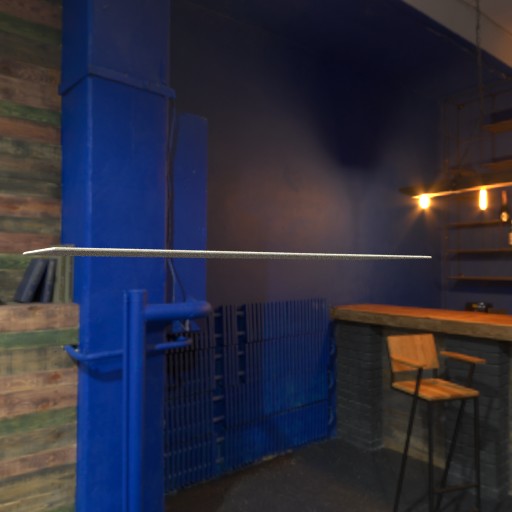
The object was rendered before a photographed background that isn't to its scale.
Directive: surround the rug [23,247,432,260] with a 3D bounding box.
[{"bbox_3d":[0.000,0.000,2.697,2.450,0.014,0.793,1,-2,-35],"label":"rug"}]
